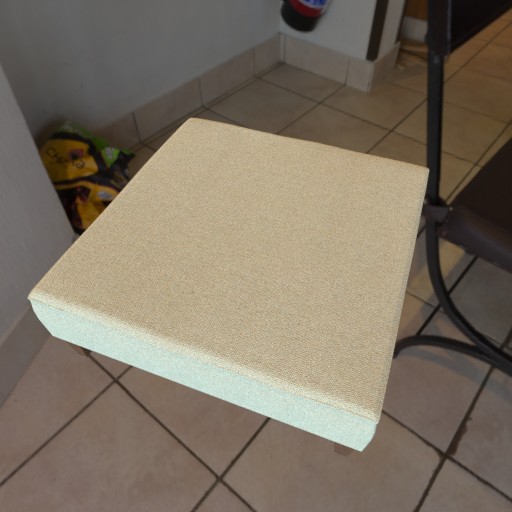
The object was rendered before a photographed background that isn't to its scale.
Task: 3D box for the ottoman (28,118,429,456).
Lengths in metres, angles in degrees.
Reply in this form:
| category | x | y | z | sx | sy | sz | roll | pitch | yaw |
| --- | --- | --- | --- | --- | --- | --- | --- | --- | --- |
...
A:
| category | x | y | z | sx | sy | sz | roll | pitch | yaw |
| --- | --- | --- | --- | --- | --- | --- | --- | --- | --- |
| ottoman | 0.000 | 0.000 | 1.514 | 0.968 | 0.379 | 1.004 | 16 | 50 | 14 |
